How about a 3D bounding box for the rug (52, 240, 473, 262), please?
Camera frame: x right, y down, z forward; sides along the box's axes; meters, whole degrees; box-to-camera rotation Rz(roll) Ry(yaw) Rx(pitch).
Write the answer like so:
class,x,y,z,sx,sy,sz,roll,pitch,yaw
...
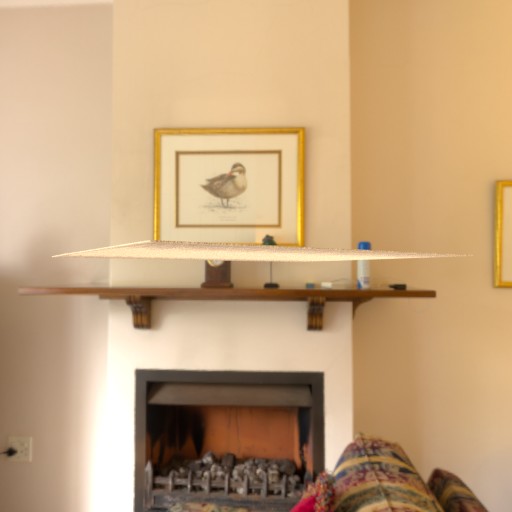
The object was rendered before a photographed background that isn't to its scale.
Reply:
class,x,y,z,sx,sy,sz,roll,pitch,yaw
rug,0.000,0.000,4.078,3.037,0.010,2.453,2,-3,-35
